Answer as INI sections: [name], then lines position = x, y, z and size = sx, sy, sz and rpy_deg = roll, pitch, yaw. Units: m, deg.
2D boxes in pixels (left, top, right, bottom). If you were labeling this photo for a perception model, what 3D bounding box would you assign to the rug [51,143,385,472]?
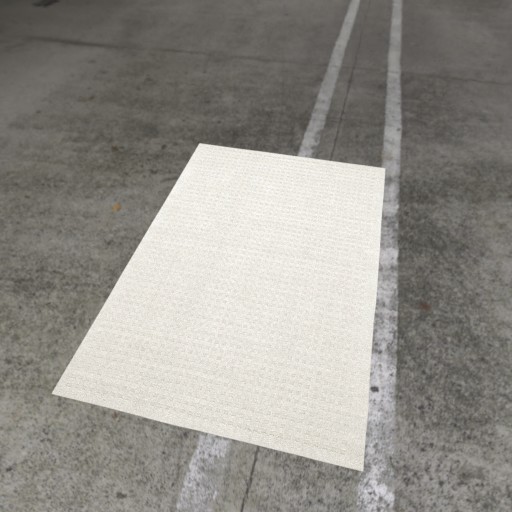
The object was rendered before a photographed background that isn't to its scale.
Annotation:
[rug]
position = 0.000, 0.000, 2.814
size = 1.523, 0.006, 2.289
rpy_deg = 10, 48, 9
